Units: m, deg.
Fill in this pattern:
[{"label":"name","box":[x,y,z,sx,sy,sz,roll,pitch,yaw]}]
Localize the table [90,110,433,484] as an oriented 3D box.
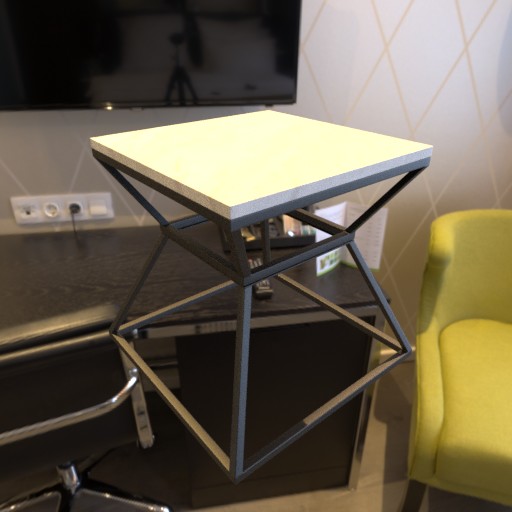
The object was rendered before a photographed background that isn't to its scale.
[{"label":"table","box":[0.000,0.000,0.838,0.455,0.431,0.455,-21,35,-34]}]
